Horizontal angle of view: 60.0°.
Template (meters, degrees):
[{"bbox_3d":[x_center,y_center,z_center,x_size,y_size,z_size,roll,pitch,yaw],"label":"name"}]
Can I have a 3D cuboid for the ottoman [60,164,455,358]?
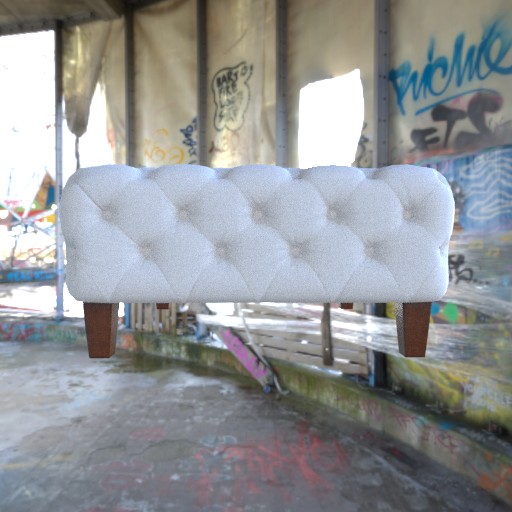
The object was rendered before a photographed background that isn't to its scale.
[{"bbox_3d":[0.000,0.000,1.183,0.755,0.376,0.753,0,2,-1],"label":"ottoman"}]
